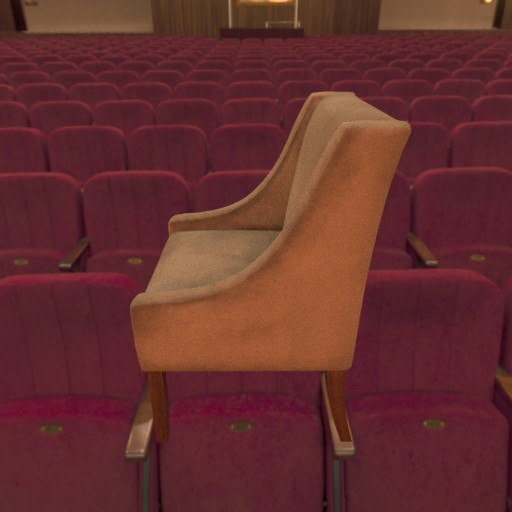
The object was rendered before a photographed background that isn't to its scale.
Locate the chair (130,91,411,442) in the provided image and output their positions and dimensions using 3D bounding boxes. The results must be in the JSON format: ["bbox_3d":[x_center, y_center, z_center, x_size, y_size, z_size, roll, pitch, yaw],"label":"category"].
[{"bbox_3d":[0.000,0.000,1.346,0.629,0.895,0.629,0,26,0],"label":"chair"}]
